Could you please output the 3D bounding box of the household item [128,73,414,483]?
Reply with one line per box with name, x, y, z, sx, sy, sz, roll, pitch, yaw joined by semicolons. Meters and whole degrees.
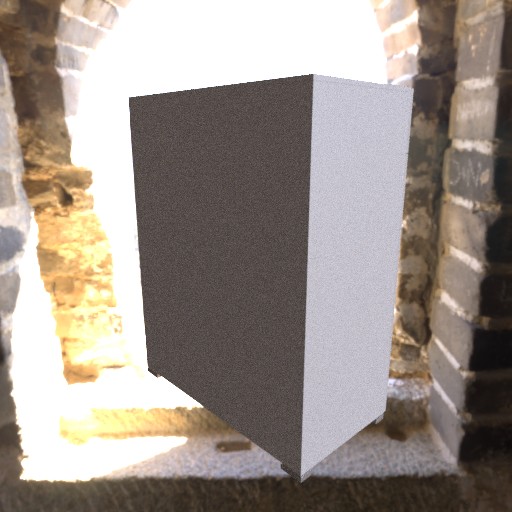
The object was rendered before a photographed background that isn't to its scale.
household item;0.000;0.000;1.455;0.420;1.010;0.790;-14;20;-41
